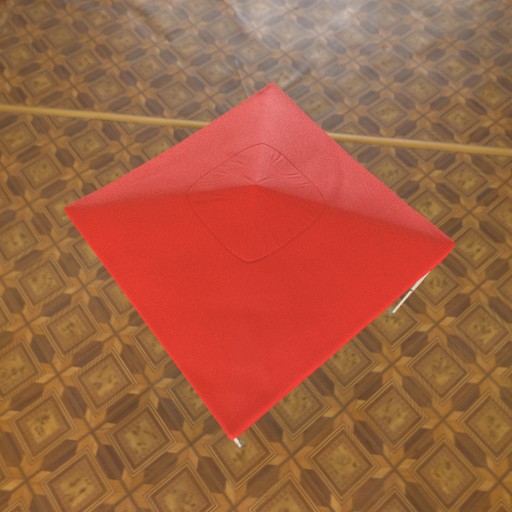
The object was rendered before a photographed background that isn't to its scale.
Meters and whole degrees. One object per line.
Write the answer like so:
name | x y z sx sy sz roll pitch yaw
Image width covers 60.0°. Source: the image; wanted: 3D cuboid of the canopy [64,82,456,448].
canopy | 0.000 0.000 5.381 2.998 2.997 2.996 -36 70 -16
